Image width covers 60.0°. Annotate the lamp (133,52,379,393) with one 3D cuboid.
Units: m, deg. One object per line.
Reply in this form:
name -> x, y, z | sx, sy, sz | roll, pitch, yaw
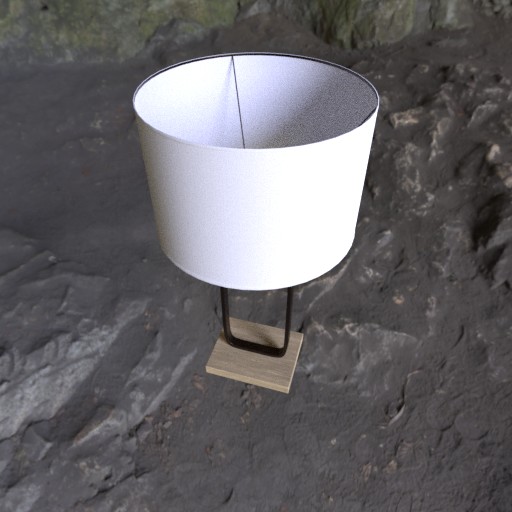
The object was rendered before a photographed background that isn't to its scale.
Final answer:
lamp -> 0.000, 0.000, 0.679 | 0.279, 0.508, 0.279 | 11, 43, 12
